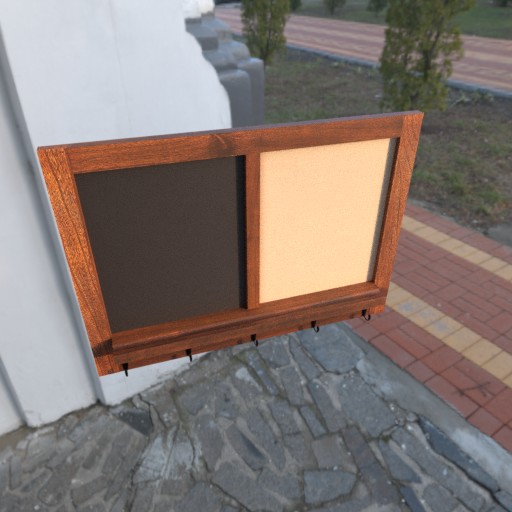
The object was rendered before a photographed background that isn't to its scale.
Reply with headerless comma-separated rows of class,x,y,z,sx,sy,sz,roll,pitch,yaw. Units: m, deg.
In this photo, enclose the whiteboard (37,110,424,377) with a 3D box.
whiteboard,0.000,0.000,0.984,0.768,0.553,0.083,-10,34,-15
